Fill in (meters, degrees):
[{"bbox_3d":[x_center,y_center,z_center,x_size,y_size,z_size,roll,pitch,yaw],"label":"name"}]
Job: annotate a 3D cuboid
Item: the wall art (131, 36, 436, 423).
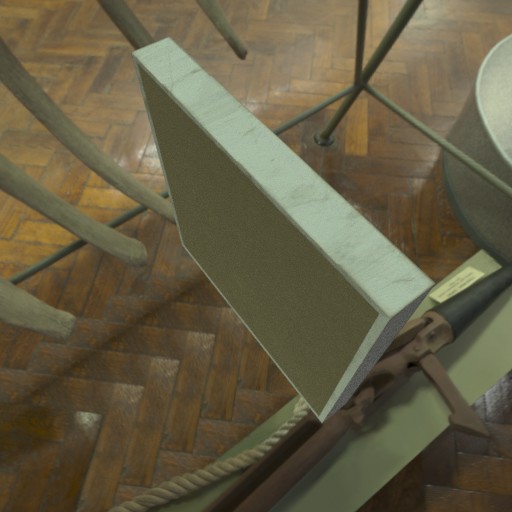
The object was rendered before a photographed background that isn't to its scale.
[{"bbox_3d":[0.000,0.000,0.449,0.038,0.303,0.305,-33,64,-18],"label":"wall art"}]
